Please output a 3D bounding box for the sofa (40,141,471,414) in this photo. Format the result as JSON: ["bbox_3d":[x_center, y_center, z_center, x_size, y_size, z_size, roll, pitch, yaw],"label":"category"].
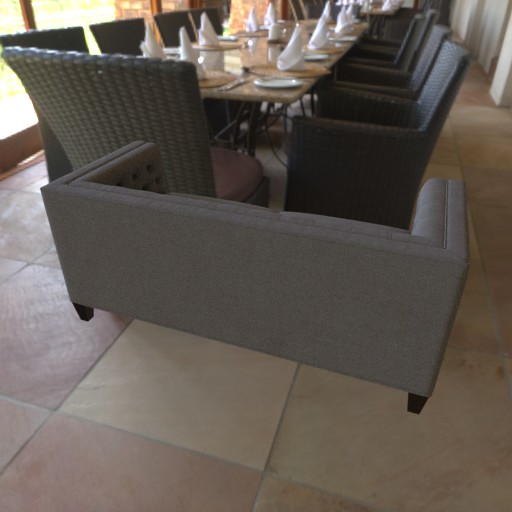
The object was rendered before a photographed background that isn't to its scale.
[{"bbox_3d":[0.000,0.000,2.193,1.778,0.762,0.775,11,33,18],"label":"sofa"}]
